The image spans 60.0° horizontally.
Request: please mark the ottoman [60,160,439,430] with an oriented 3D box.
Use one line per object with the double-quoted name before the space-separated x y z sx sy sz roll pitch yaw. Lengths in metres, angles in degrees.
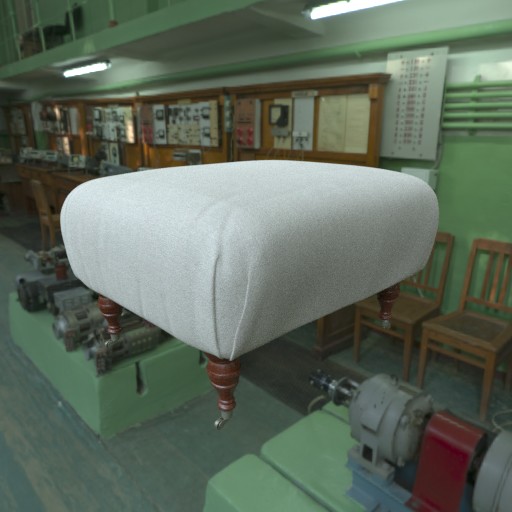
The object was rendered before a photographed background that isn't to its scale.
"ottoman" 0.000 0.000 1.112 0.746 0.450 0.639 -15 22 -42
